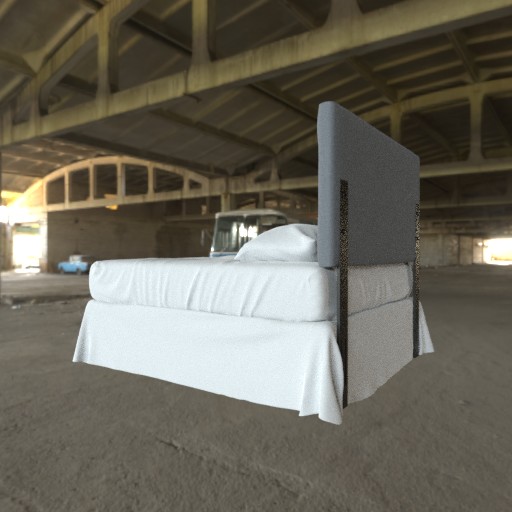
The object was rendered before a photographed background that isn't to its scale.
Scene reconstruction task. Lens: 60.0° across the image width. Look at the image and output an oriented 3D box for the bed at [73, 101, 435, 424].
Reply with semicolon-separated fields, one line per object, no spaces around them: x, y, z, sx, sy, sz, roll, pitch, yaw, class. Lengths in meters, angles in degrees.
0.000;0.000;3.444;2.222;1.577;1.936;0;1;35;bed
